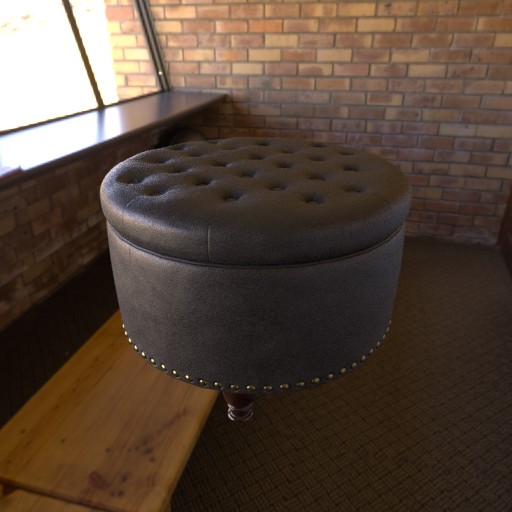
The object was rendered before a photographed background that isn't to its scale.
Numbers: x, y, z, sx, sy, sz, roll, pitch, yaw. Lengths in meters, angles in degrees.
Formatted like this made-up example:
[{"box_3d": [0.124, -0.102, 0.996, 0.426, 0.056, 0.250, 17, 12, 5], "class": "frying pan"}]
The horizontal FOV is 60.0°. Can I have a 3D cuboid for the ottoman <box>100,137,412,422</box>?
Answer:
[{"box_3d": [0.000, 0.000, 1.028, 0.637, 0.442, 0.637, 0, 26, 0], "class": "ottoman"}]
